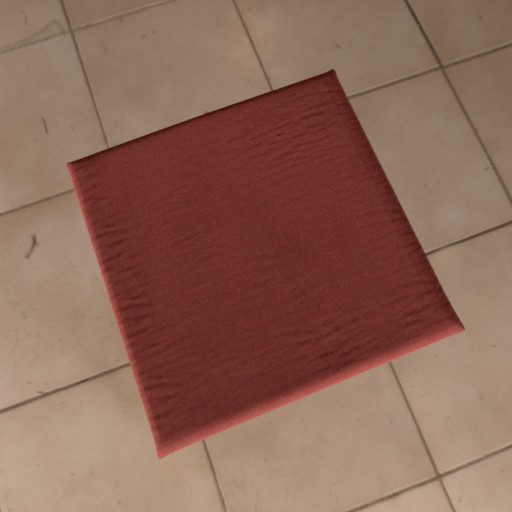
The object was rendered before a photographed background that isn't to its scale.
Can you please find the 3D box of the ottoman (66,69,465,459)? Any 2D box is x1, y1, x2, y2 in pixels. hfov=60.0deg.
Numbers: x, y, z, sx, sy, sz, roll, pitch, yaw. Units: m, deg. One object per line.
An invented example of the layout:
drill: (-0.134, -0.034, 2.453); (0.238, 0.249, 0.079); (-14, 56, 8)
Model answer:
ottoman: (0.000, 0.000, 1.422); (0.890, 0.411, 0.889); (-21, 77, -5)
